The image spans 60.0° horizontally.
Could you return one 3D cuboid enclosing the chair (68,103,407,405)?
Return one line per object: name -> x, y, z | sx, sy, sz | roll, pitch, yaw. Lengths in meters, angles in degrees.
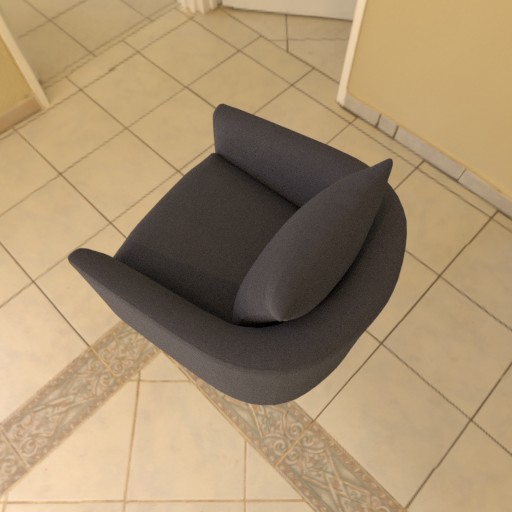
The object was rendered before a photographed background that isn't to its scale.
chair -> 0.000, 0.000, 1.570 | 0.910, 0.848, 0.845 | 32, 67, 15
